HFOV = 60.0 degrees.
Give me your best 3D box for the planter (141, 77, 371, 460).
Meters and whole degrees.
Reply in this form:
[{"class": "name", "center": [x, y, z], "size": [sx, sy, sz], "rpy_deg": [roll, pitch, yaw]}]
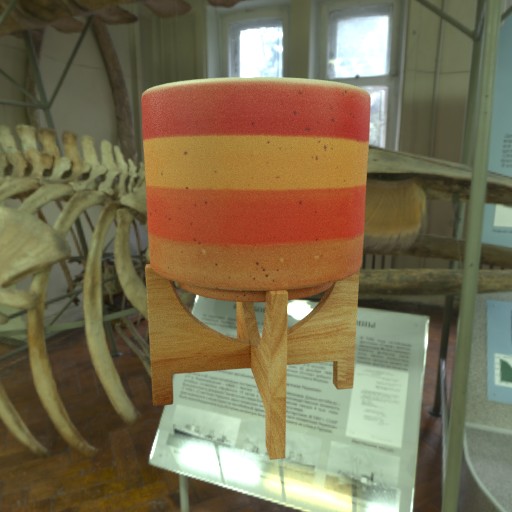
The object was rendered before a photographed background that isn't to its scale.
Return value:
[{"class": "planter", "center": [0.000, 0.000, 0.553], "size": [0.269, 0.379, 0.269], "rpy_deg": [0, 12, 0]}]
